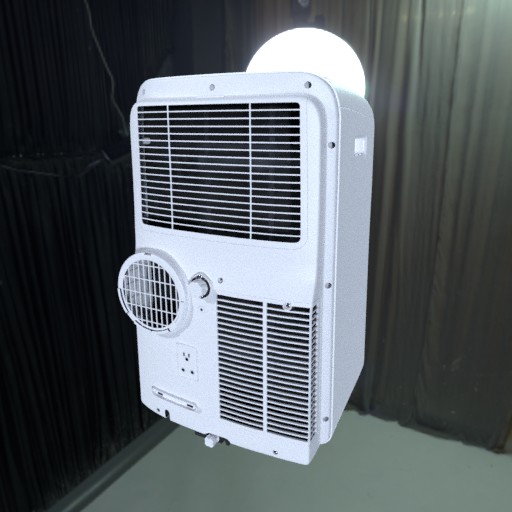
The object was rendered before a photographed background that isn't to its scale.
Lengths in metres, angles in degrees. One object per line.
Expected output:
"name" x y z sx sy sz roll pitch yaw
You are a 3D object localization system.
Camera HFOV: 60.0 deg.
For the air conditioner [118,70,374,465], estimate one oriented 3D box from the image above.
"air conditioner" 0.000 0.000 1.039 0.478 0.765 0.467 8 18 26
